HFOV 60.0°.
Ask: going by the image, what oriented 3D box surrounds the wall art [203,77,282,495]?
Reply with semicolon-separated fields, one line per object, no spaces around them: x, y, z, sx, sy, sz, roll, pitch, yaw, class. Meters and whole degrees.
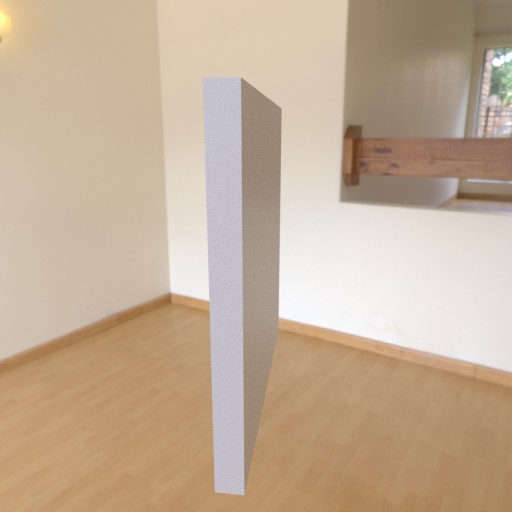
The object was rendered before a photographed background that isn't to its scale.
0.000;0.000;0.528;0.027;0.355;0.355;2;15;8;wall art
